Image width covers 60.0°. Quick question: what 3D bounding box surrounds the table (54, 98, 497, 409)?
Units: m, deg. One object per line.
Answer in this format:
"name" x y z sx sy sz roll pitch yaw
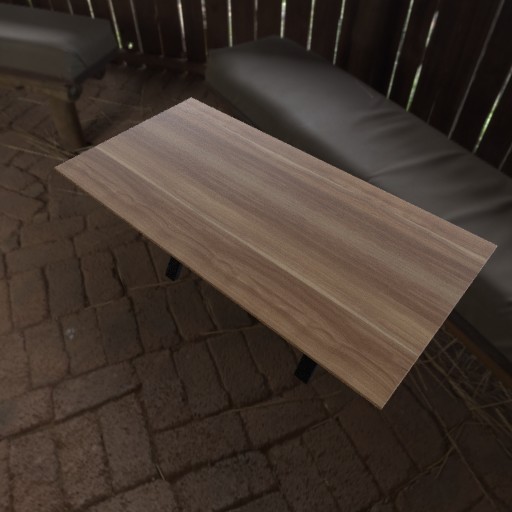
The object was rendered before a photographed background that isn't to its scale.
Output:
"table" 0.000 0.000 2.460 2.000 0.770 1.000 33 56 26
